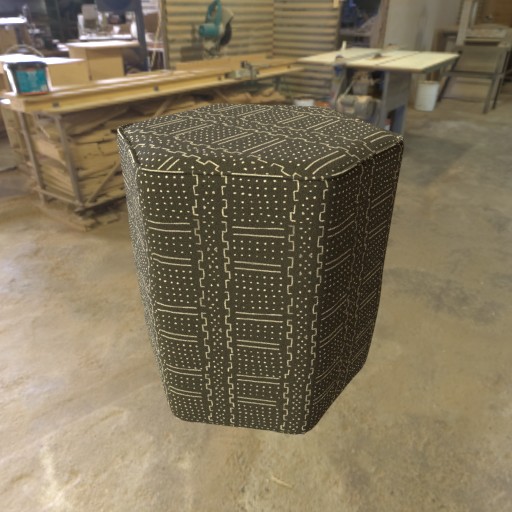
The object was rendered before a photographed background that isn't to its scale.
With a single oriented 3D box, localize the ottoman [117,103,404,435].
[{"bbox_3d":[0.000,0.000,0.865,0.443,0.502,0.494,21,36,32],"label":"ottoman"}]
